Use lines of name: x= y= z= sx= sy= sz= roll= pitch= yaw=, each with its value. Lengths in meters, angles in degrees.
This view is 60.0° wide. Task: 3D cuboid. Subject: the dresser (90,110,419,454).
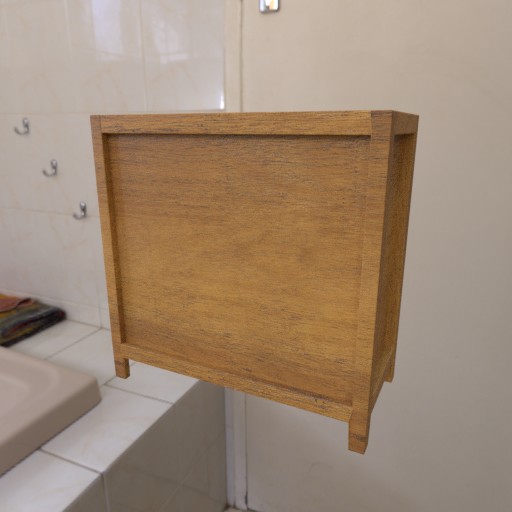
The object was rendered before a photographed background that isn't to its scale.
dresser: x=0.000 y=0.000 z=1.326 sx=0.804 sy=0.804 sz=0.427 roll=8 pitch=18 yaw=25
